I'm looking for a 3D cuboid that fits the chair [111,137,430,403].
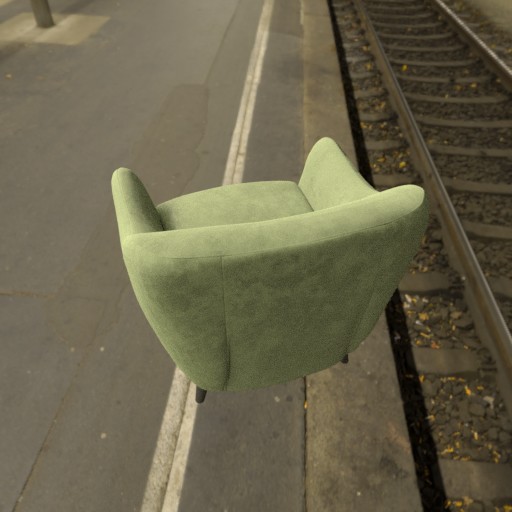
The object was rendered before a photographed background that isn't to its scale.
[{"bbox_3d":[0.000,0.000,1.493,0.840,0.804,0.819,-12,43,-13],"label":"chair"}]
